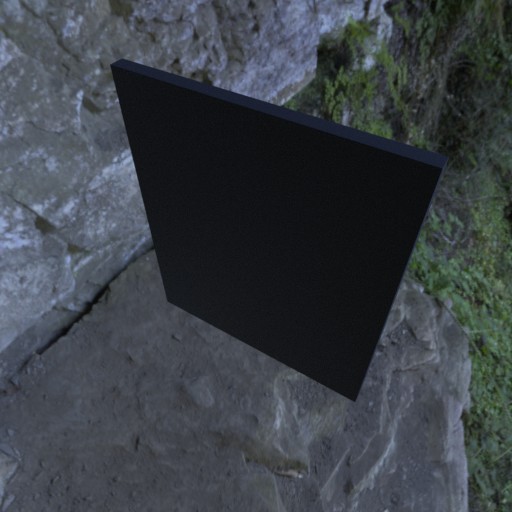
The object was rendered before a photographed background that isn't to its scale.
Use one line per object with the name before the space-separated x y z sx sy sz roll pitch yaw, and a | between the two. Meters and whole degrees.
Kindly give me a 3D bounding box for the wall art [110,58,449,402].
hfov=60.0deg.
wall art | 0.000 0.000 0.686 0.428 0.505 0.023 24 52 21
